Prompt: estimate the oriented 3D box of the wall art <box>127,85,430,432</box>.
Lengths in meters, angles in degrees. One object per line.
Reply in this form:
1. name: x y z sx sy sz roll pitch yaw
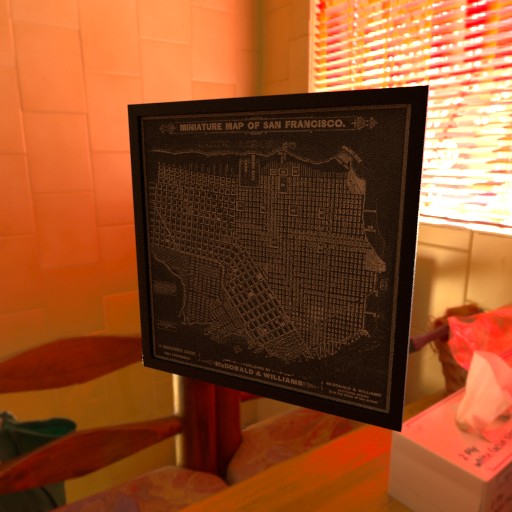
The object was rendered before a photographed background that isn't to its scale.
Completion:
1. wall art: 0.000 0.000 0.672 0.457 0.458 0.012 6 14 25
